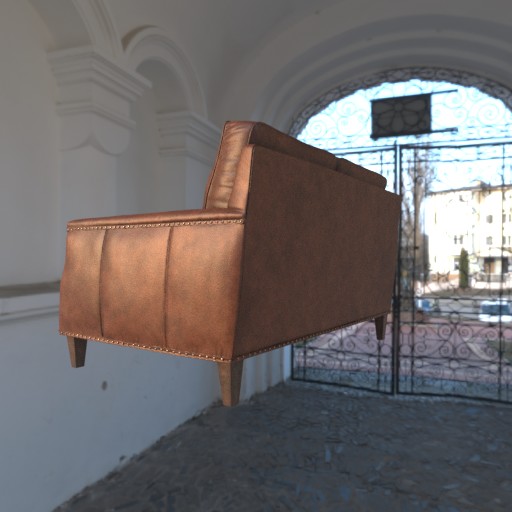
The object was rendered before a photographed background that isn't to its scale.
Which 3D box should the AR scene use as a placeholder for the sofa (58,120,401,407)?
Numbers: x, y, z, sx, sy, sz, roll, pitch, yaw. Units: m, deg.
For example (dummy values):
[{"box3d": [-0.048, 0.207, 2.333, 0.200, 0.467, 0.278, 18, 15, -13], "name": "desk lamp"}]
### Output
[{"box3d": [0.000, 0.000, 2.320, 1.083, 1.003, 1.628, 0, 0, 35], "name": "sofa"}]
